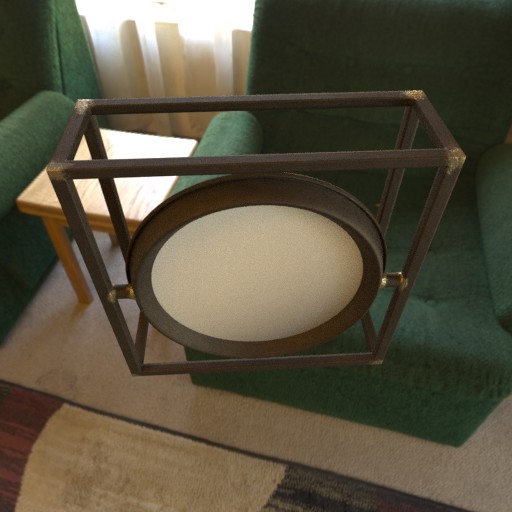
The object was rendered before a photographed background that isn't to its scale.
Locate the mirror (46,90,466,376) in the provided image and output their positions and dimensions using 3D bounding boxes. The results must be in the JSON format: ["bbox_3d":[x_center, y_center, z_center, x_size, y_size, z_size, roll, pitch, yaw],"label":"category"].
[{"bbox_3d":[0.000,0.000,0.466,0.306,0.303,0.107,-2,47,-2],"label":"mirror"}]
